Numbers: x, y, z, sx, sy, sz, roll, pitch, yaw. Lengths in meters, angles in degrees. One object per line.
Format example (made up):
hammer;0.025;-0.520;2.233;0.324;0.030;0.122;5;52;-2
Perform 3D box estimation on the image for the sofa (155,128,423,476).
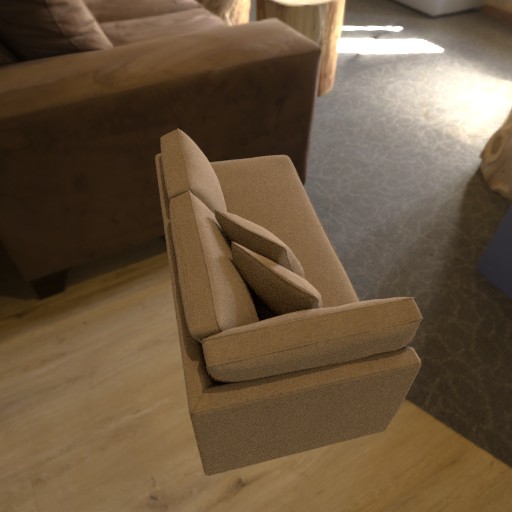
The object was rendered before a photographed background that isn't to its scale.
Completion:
sofa;0.000;0.000;2.878;1.110;1.019;2.238;-10;47;-9
